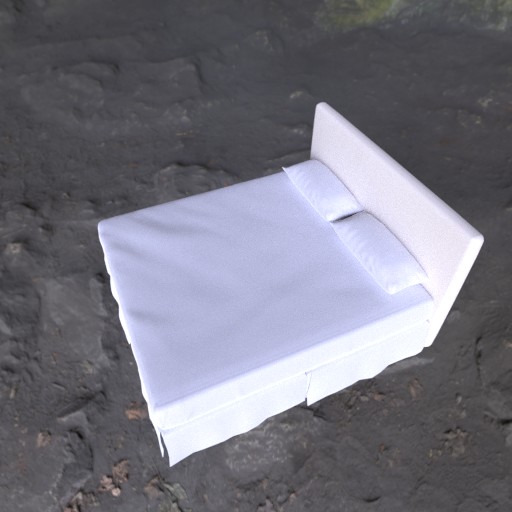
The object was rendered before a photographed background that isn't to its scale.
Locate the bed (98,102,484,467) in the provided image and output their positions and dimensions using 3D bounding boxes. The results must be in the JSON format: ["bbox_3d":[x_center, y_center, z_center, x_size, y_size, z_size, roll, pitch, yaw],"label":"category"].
[{"bbox_3d":[0.000,0.000,3.606,2.341,1.317,2.119,-18,48,-17],"label":"bed"}]
